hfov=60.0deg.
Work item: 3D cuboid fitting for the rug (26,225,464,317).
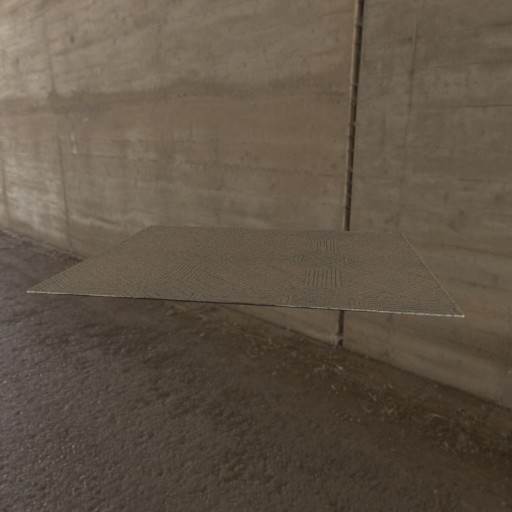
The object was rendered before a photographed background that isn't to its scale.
[{"bbox_3d":[0.000,0.000,4.194,3.049,0.015,2.457,2,16,8],"label":"rug"}]
